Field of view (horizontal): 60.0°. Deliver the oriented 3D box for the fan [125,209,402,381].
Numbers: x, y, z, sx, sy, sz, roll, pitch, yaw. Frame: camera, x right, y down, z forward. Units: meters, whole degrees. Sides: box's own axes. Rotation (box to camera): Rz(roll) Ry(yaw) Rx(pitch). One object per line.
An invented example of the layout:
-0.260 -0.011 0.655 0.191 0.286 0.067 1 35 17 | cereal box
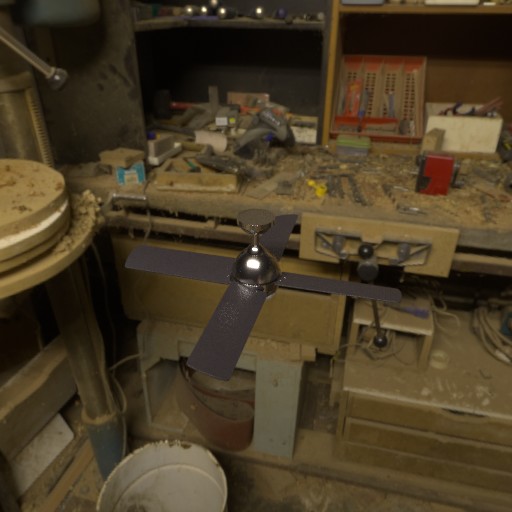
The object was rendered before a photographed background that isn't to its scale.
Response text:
0.000 0.000 2.056 1.332 0.403 1.332 8 32 13 | fan
